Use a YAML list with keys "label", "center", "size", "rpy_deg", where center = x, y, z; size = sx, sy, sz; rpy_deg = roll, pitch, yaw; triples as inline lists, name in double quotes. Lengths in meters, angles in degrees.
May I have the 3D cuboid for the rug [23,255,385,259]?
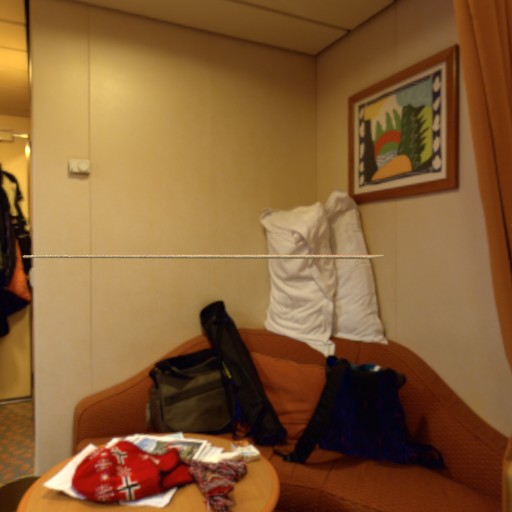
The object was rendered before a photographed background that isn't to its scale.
- label: "rug"
  center: [0.000, 0.000, 3.690]
  size: [2.005, 0.014, 2.878]
  rpy_deg: [0, 0, 17]
